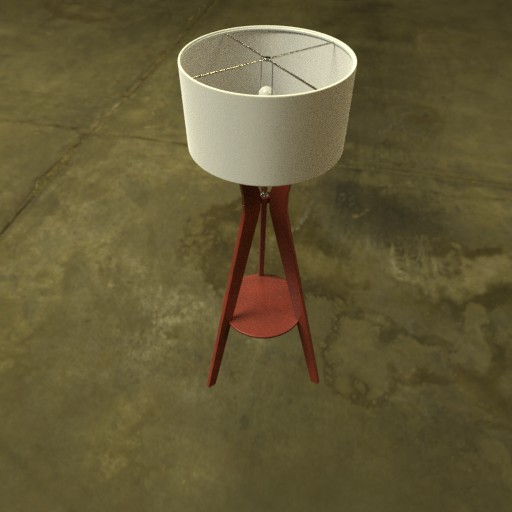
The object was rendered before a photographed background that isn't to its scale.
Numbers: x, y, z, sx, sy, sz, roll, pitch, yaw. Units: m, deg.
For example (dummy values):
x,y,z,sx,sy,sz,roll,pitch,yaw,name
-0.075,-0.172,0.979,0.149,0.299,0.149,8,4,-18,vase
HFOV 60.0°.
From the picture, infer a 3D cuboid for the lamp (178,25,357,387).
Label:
x,y,z,sx,sy,sz,roll,pitch,yaw,name
0.000,0.000,1.687,0.542,1.472,0.539,-24,50,-22,lamp
